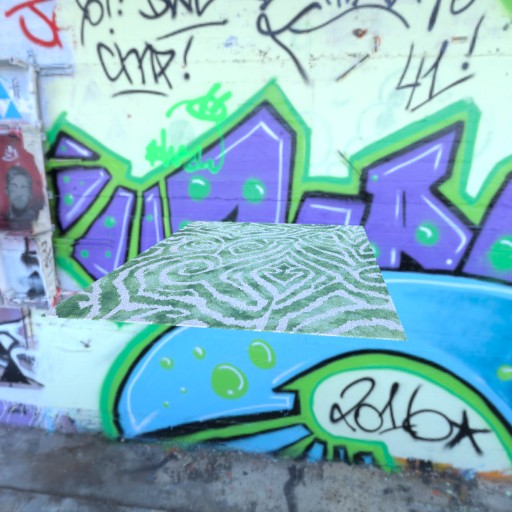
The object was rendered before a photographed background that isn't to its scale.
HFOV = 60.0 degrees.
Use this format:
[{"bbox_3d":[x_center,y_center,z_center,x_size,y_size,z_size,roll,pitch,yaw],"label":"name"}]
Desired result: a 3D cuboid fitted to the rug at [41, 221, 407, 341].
[{"bbox_3d":[0.000,0.000,2.311,1.220,0.006,1.826,2,15,9],"label":"rug"}]
